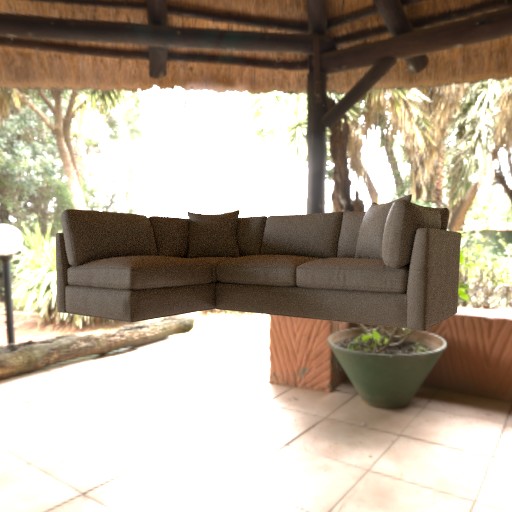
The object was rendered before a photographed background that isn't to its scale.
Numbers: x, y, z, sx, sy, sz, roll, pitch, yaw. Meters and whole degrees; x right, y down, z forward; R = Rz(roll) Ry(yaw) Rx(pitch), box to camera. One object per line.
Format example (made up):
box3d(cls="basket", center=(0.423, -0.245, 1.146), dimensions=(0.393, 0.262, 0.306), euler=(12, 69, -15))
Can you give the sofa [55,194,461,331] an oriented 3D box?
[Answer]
box3d(cls="sofa", center=(0.000, 0.000, 3.812), dimensions=(2.896, 0.978, 1.994), euler=(1, 1, 35))
